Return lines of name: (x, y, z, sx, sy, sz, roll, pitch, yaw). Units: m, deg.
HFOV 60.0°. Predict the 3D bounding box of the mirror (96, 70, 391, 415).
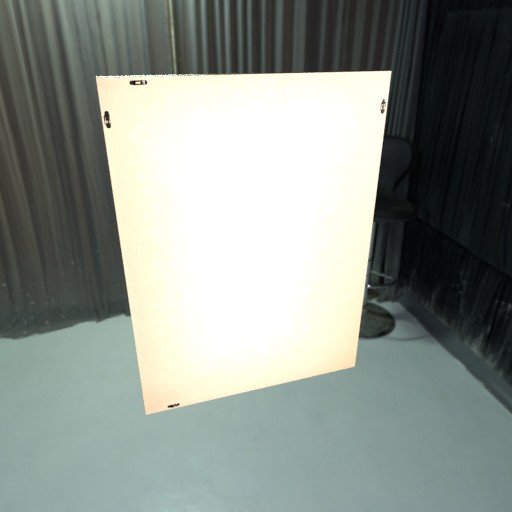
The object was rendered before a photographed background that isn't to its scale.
mirror: (0.000, 0.000, 1.331, 0.762, 1.016, 0.040, -8, 27, -16)
